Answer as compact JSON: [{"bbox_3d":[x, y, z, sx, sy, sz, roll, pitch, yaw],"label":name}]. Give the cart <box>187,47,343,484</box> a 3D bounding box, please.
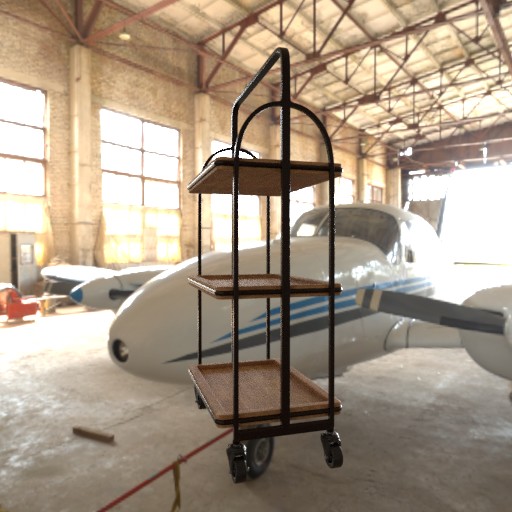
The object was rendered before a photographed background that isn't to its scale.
[{"bbox_3d":[0.000,0.000,1.255,0.327,1.001,0.553,0,1,-17],"label":"cart"}]
